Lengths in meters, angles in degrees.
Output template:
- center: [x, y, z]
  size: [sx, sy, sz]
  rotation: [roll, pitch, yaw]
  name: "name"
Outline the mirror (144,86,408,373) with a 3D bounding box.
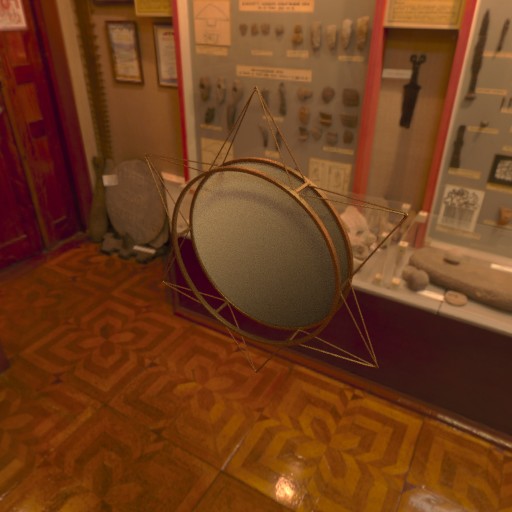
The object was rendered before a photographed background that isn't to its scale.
- center: [0.000, 0.000, 0.800]
  size: [0.498, 0.581, 0.062]
  rotation: [18, 35, 27]
  name: "mirror"
